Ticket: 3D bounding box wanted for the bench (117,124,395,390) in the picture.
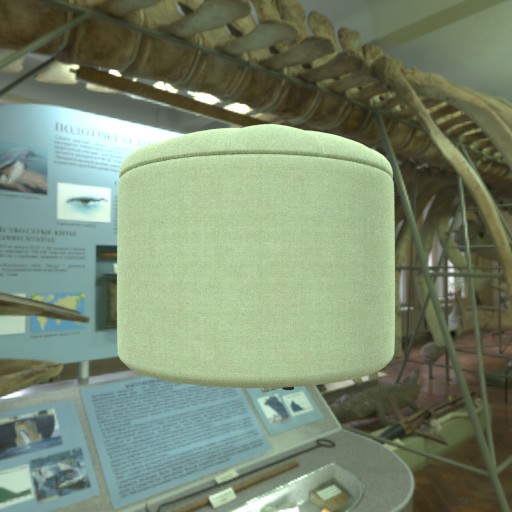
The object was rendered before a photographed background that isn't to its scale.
[{"bbox_3d":[0.000,0.000,1.004,0.600,0.453,0.600,0,-1,0],"label":"bench"}]
